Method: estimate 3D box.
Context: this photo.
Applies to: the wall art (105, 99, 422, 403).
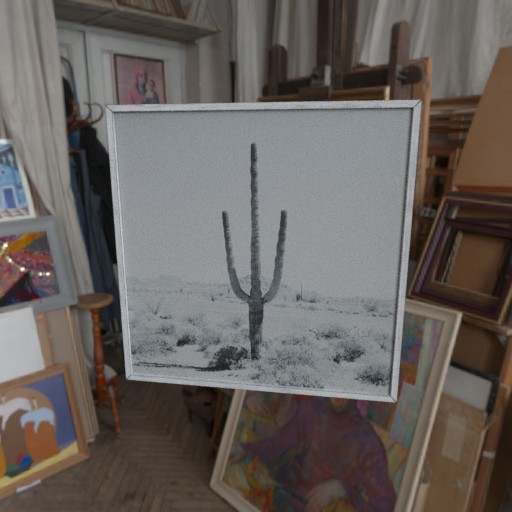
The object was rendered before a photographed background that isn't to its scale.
[{"bbox_3d":[0.000,0.000,1.163,0.762,0.762,0.038,2,14,9],"label":"wall art"}]
